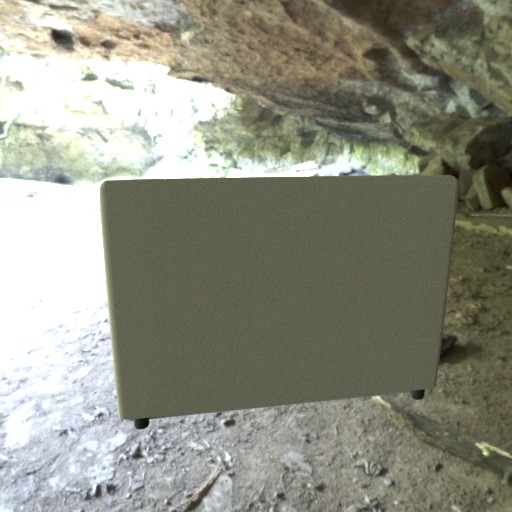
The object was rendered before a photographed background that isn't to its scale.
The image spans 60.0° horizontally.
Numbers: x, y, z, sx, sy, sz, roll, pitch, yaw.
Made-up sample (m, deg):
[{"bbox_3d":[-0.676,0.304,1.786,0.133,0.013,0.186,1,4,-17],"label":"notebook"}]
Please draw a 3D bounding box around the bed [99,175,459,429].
[{"bbox_3d":[0.000,0.000,3.319,1.884,1.330,2.142,-3,15,-10],"label":"bed"}]
